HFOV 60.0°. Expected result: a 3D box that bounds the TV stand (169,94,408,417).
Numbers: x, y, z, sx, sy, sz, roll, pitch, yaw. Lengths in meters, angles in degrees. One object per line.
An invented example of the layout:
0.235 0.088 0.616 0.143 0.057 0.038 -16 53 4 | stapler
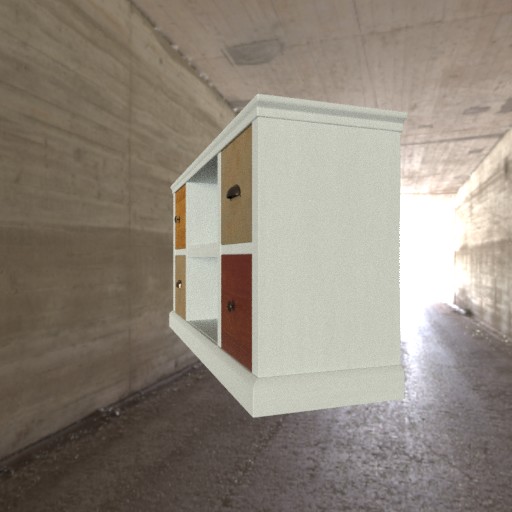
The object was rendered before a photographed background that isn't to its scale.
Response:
0.000 0.000 1.476 0.424 0.624 1.187 0 0 -19 | TV stand
